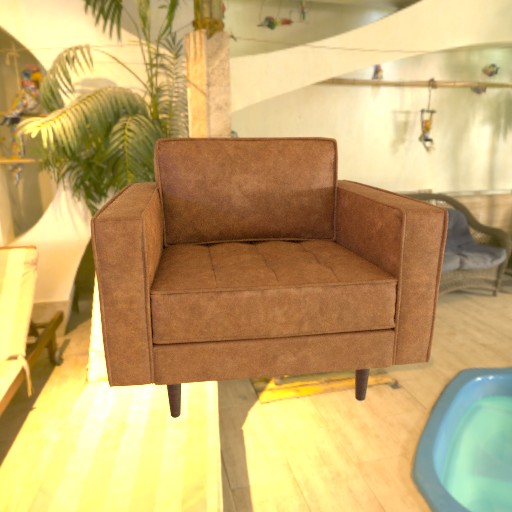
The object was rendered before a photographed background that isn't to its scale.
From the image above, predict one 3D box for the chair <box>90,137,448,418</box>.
[{"bbox_3d":[0.000,0.000,1.484,0.928,0.767,0.798,-2,16,-8],"label":"chair"}]
